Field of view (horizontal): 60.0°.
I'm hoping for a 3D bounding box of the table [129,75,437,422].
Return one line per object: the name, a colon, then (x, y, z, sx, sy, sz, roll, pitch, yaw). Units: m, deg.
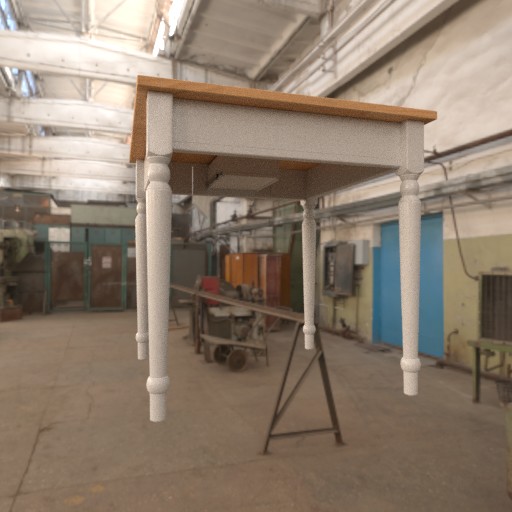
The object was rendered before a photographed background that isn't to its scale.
table: (0.000, 0.000, 1.381, 0.747, 0.738, 0.747, 0, -1, -17)
